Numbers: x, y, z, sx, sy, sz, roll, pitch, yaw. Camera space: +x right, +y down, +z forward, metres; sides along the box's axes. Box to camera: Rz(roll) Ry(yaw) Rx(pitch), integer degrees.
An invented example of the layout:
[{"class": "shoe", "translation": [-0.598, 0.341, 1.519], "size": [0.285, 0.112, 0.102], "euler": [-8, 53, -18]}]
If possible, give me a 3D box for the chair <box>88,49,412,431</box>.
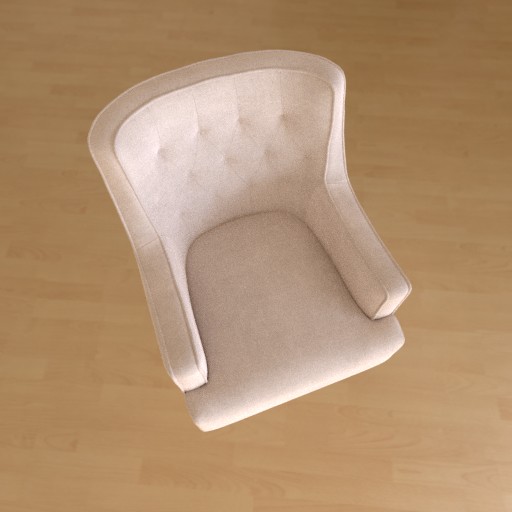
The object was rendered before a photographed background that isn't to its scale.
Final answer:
[{"class": "chair", "translation": [0.000, 0.000, 1.528], "size": [0.781, 0.920, 0.910], "euler": [-19, 65, -9]}]
